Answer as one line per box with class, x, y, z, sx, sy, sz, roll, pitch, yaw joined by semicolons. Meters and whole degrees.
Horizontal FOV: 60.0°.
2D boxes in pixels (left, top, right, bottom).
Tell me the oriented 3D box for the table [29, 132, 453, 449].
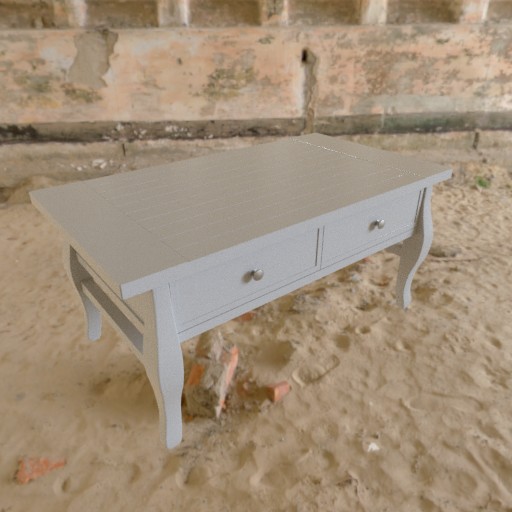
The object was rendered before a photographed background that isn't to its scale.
table;0.000;0.000;1.372;1.062;0.495;0.600;-21;35;-33
